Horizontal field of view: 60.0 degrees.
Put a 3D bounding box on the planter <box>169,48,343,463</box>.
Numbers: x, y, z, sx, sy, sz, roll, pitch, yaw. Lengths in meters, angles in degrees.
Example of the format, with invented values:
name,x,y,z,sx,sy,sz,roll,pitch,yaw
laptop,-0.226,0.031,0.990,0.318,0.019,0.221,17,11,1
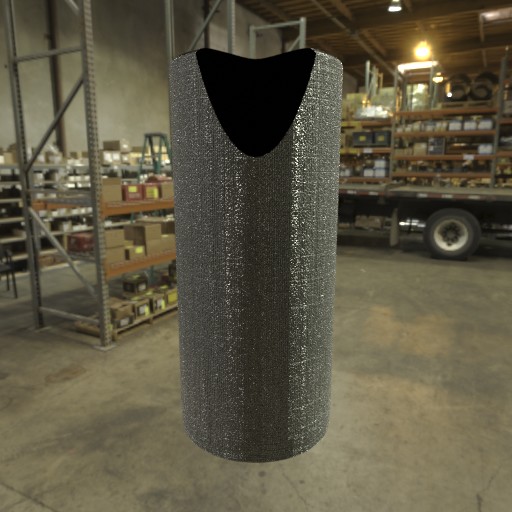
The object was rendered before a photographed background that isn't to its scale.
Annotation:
name,x,y,z,sx,sy,sz,roll,pitch,yaw
planter,0.000,0.000,0.128,0.045,0.103,0.045,6,13,27
